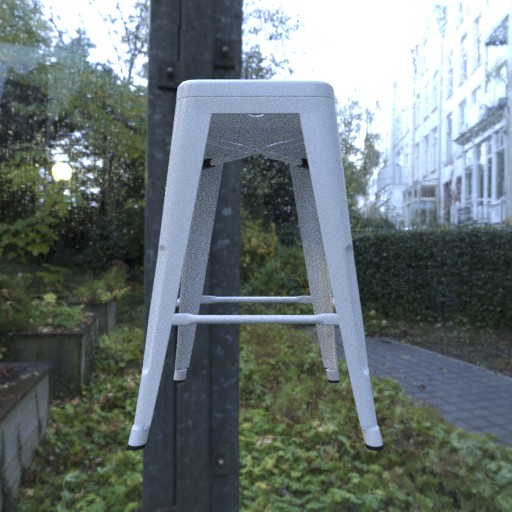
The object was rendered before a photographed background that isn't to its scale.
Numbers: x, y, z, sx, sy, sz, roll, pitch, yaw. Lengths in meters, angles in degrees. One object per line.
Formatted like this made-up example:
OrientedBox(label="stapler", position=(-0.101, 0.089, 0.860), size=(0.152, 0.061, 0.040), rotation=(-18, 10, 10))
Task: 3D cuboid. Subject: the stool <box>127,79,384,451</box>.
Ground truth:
OrientedBox(label="stool", position=(0.000, 0.000, 0.895), size=(0.406, 0.610, 0.406), rotation=(0, 0, 0))
